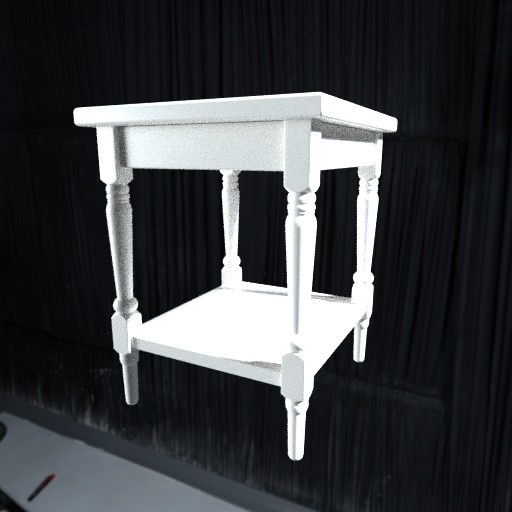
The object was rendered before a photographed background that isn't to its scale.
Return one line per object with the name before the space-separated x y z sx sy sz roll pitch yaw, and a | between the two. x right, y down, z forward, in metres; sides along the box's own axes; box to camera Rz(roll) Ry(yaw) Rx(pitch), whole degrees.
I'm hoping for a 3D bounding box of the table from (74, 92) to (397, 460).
table | 0.000 0.000 0.922 0.442 0.565 0.488 7 15 27
